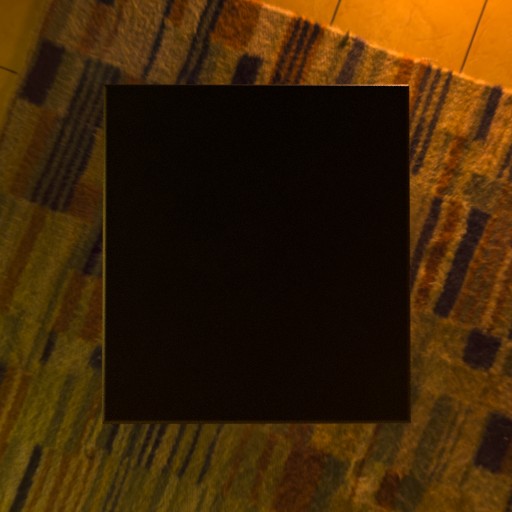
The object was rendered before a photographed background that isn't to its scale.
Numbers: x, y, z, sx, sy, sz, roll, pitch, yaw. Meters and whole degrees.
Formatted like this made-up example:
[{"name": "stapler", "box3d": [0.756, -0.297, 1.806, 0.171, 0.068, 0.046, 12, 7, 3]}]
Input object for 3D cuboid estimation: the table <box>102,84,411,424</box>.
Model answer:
[{"name": "table", "box3d": [0.000, 0.000, 0.915, 0.442, 0.565, 0.488, 0, 89, 0]}]
